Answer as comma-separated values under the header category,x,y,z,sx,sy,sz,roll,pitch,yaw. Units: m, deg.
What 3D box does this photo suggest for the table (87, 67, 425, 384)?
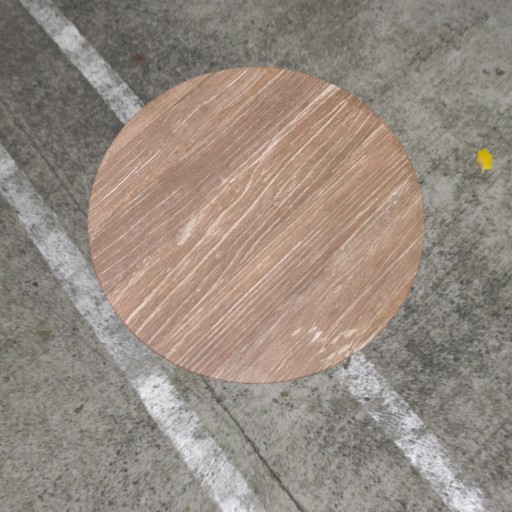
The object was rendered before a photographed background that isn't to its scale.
category,x,y,z,sx,sy,sz,roll,pitch,yaw
table,0.000,0.000,0.960,0.527,0.551,0.527,0,74,0
